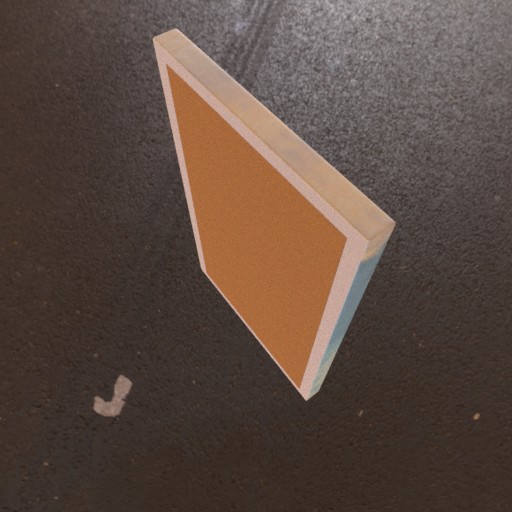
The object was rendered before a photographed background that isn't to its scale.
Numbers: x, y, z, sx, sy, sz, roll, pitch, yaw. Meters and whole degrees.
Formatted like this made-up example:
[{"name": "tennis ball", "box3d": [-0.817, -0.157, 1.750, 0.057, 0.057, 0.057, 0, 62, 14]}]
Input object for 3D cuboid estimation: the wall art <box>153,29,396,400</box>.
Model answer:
[{"name": "wall art", "box3d": [0.000, 0.000, 0.761, 0.038, 0.610, 0.401, -33, 64, -18]}]
